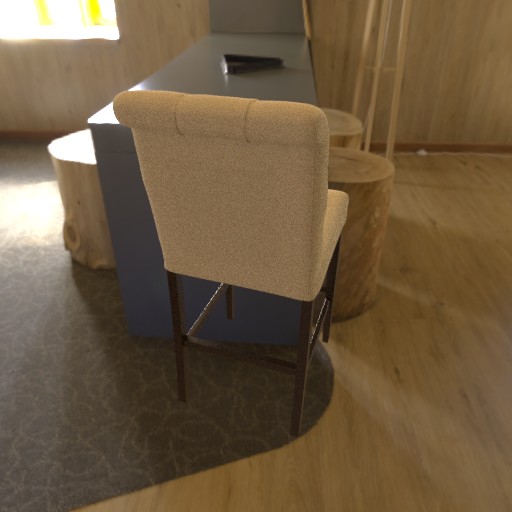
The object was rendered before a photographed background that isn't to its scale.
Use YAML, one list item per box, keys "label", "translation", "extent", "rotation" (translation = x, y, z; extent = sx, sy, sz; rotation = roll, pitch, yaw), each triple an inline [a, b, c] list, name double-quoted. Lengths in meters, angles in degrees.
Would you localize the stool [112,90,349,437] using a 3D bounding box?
- label: "stool"
  translation: [0.000, 0.000, 1.431]
  extent: [0.482, 1.118, 0.610]
  rotation: [11, 35, 16]
